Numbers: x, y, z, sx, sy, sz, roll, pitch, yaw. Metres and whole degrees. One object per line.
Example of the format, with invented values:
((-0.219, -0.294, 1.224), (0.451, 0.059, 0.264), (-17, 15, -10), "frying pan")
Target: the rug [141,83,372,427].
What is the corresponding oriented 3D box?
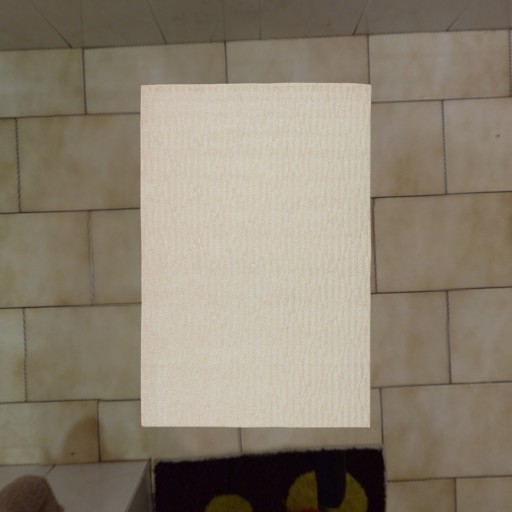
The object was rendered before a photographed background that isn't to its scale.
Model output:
((0.000, 0.000, 2.378), (1.238, 0.014, 1.848), (0, 91, 0), "rug")
